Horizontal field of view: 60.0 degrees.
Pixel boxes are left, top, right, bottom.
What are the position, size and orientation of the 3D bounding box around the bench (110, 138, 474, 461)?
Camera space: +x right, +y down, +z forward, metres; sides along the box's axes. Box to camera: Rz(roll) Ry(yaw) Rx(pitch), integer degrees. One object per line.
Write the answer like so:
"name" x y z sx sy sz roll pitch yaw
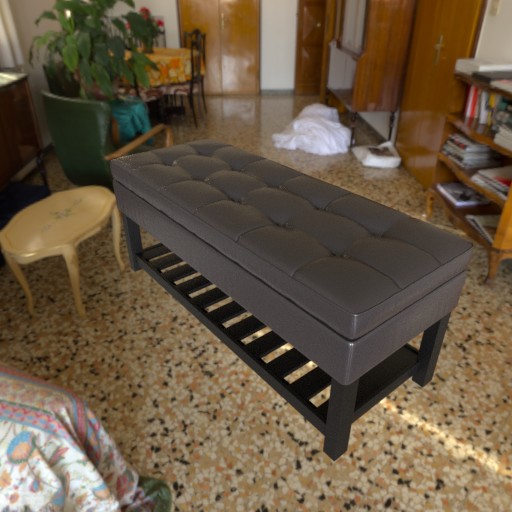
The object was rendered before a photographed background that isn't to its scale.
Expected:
"bench" 0.000 0.000 1.378 0.432 0.460 1.105 -23 38 -33
